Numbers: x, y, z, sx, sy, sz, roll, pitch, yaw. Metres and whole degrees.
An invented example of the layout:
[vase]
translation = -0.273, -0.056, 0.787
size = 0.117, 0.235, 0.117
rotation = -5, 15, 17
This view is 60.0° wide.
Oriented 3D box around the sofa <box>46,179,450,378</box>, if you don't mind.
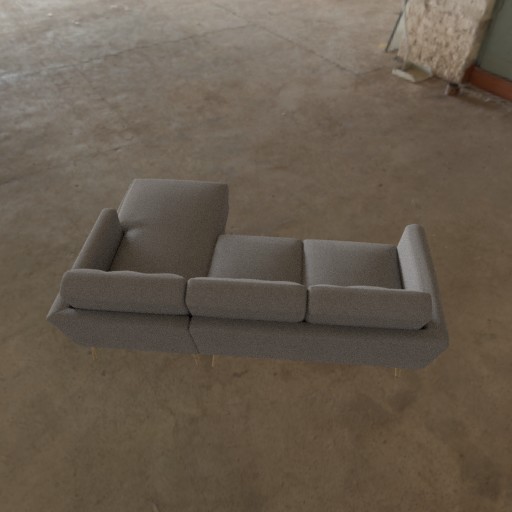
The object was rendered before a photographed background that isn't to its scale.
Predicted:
[sofa]
translation = 0.000, 0.000, 2.838
size = 2.040, 0.860, 1.530
rotation = 3, 44, 3
